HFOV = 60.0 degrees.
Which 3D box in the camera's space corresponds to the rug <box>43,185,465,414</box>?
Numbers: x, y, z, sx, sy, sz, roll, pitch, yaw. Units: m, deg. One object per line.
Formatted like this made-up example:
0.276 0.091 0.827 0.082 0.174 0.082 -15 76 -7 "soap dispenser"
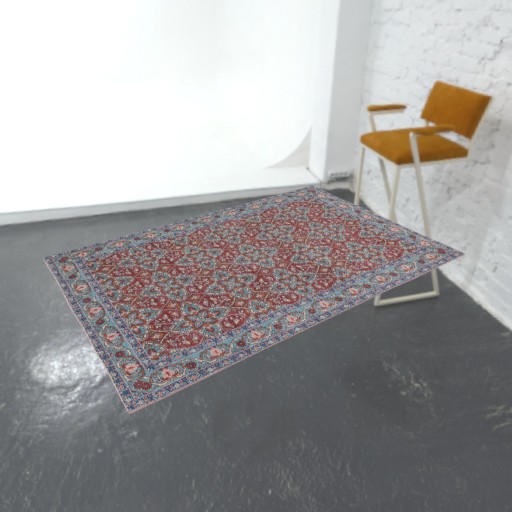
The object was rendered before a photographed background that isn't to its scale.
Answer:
0.000 0.000 2.301 1.829 0.009 1.219 -19 35 -30 "rug"
